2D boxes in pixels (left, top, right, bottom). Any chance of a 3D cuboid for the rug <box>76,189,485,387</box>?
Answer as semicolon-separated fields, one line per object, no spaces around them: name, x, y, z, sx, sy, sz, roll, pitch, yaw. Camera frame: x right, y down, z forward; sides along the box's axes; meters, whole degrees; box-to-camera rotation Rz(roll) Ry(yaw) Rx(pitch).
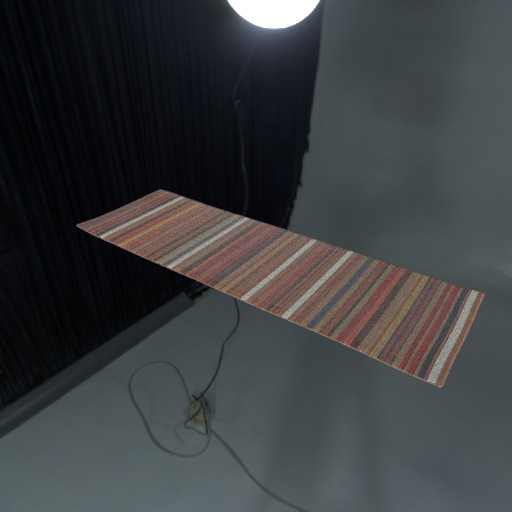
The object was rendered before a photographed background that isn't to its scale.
rug;0.000;0.000;2.696;2.444;0.030;0.799;20;37;29
